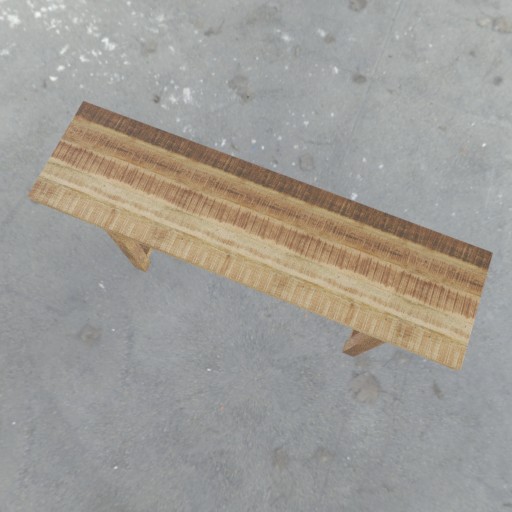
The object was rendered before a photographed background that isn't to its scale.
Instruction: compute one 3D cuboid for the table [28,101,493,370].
[{"bbox_3d":[0.000,0.000,1.879,1.524,0.810,0.405,21,76,6],"label":"table"}]
